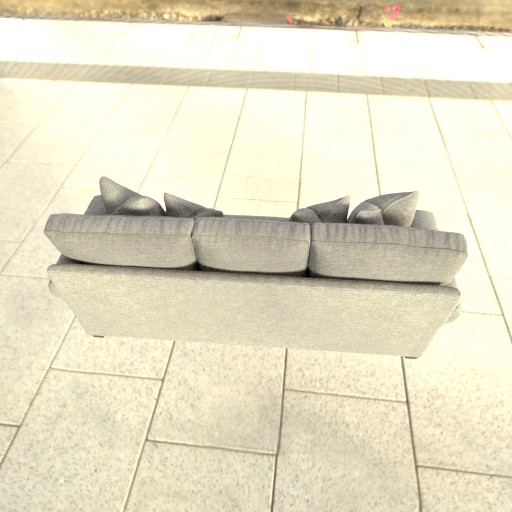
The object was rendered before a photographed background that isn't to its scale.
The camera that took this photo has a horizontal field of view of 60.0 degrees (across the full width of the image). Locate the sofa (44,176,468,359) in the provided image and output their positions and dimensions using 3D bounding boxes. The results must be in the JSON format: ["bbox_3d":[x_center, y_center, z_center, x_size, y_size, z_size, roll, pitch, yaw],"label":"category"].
[{"bbox_3d":[0.000,0.000,2.795,2.312,0.975,0.965,3,46,3],"label":"sofa"}]
